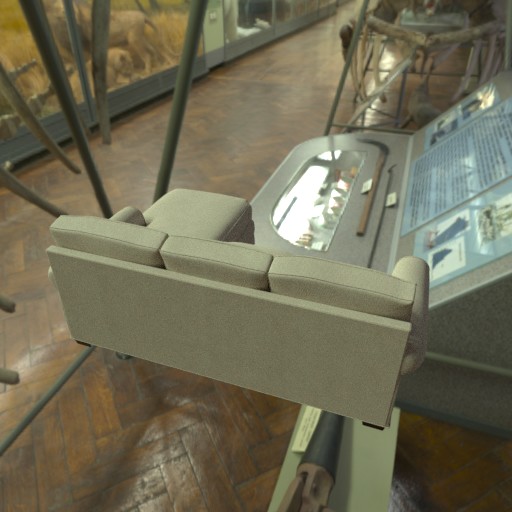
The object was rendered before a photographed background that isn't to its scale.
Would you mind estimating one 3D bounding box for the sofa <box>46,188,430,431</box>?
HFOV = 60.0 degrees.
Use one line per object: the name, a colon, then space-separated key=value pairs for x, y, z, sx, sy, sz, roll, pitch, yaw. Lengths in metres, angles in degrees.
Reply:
sofa: x=0.000 y=0.000 z=2.408 sx=1.770 sy=0.734 sz=1.226 roll=11 pitch=35 yaw=16
